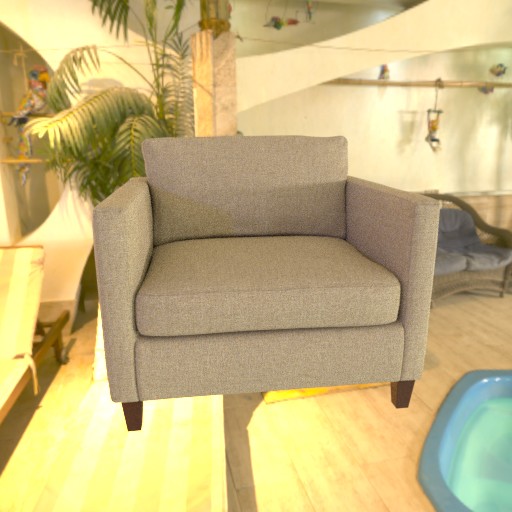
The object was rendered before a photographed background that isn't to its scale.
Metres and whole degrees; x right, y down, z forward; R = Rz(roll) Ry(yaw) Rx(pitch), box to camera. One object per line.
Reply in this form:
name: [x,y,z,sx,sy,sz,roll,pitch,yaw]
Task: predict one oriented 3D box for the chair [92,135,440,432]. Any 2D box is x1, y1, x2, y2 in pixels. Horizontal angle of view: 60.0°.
chair: [0.000,0.000,1.830,1.107,0.961,0.959,-2,16,-8]
